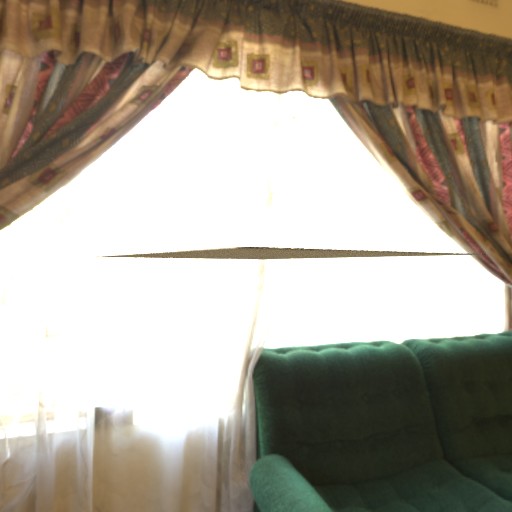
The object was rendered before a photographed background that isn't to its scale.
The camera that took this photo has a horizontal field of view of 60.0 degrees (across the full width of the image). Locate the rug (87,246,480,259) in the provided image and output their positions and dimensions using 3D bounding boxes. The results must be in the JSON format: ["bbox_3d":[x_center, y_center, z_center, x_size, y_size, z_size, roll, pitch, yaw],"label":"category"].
[{"bbox_3d":[0.000,0.000,4.393,2.464,0.010,3.327,1,-2,-36],"label":"rug"}]
